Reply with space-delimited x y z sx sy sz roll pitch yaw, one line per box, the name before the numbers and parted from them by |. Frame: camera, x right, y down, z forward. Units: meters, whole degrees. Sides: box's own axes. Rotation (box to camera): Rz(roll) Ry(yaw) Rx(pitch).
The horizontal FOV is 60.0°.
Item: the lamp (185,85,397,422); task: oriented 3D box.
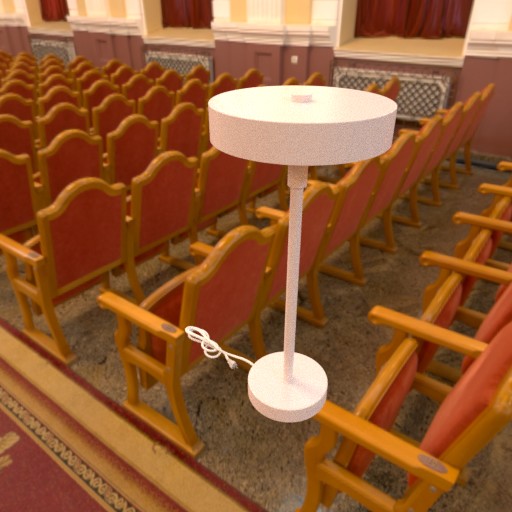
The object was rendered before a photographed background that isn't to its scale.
lamp | 0.000 0.000 0.706 0.369 0.508 0.229 21 36 32
